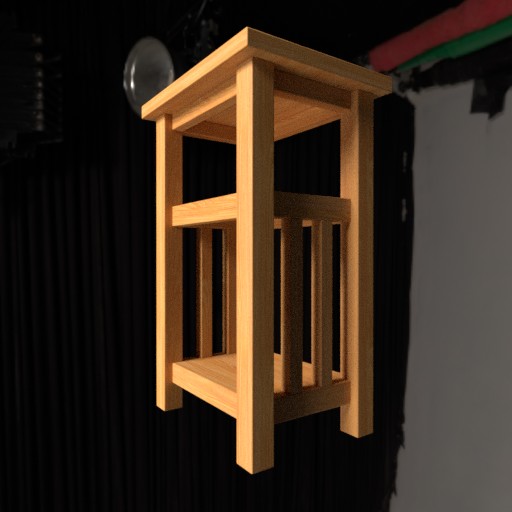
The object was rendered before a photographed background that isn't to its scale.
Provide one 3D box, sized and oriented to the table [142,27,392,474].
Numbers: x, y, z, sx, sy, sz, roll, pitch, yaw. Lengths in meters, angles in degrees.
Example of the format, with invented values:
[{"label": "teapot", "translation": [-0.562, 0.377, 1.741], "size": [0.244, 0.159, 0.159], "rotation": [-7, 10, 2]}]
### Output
[{"label": "table", "translation": [0.000, 0.000, 0.750], "size": [0.270, 0.550, 0.350], "rotation": [0, 0, -35]}]
